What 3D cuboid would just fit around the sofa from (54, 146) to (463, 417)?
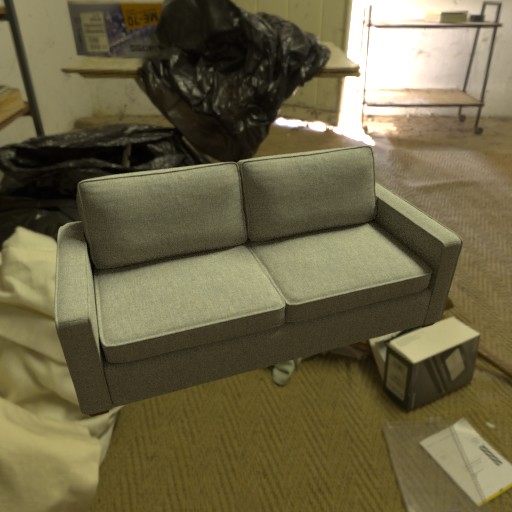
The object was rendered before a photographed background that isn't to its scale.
[{"bbox_3d":[0.000,0.000,2.516,2.078,0.918,0.945,-11,33,-17],"label":"sofa"}]
